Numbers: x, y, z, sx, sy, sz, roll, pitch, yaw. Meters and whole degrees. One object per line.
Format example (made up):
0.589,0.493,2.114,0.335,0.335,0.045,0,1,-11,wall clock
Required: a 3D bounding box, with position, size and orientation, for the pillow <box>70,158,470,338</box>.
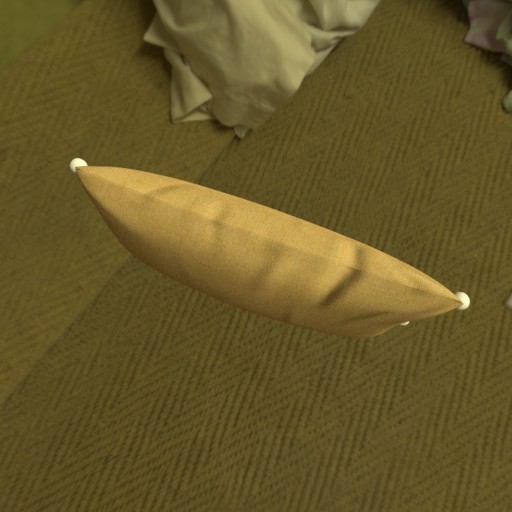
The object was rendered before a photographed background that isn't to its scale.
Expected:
0.000,0.000,0.847,0.709,0.322,0.201,20,77,5,pillow
